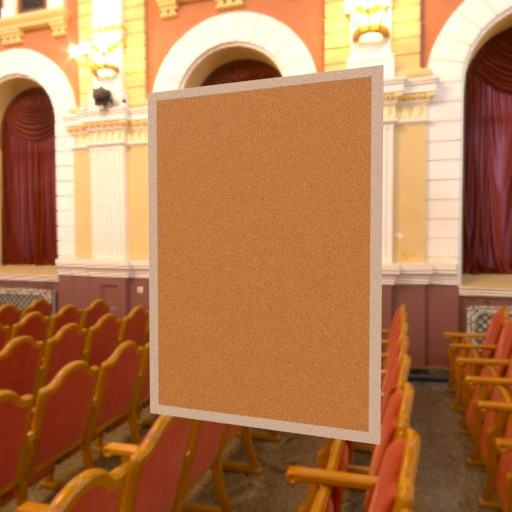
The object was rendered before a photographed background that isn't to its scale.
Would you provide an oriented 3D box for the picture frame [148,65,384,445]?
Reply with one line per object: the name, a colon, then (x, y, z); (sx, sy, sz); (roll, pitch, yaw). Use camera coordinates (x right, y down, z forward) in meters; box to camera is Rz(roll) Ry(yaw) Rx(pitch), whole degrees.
picture frame: (0.000, 0.000, 1.204); (0.659, 0.940, 0.013); (1, 2, 18)
